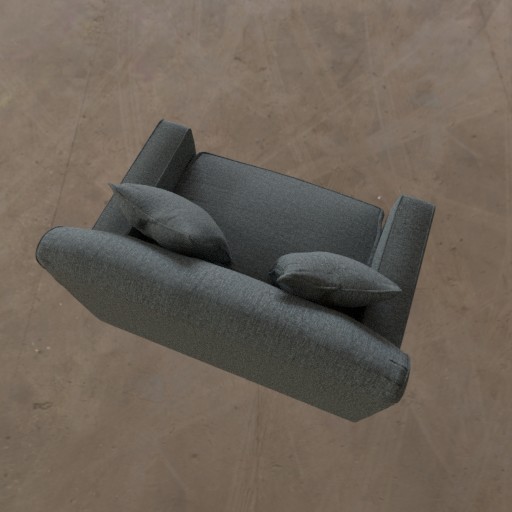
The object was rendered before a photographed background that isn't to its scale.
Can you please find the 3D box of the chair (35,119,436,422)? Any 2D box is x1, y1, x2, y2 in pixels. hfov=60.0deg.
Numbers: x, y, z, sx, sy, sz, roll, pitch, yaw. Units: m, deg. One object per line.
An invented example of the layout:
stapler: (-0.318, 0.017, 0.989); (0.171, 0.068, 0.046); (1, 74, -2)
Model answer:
chair: (0.000, 0.000, 2.049); (1.383, 0.948, 1.000); (19, 66, 9)
